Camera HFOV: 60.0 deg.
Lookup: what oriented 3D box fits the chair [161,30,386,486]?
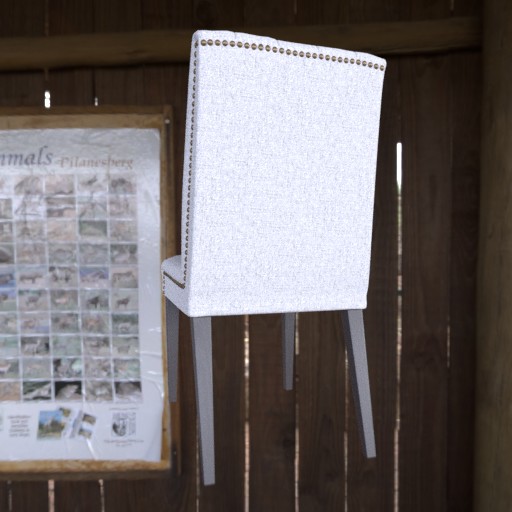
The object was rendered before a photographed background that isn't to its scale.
[{"bbox_3d":[0.000,0.000,1.332,0.511,1.016,0.647,0,1,-18],"label":"chair"}]
